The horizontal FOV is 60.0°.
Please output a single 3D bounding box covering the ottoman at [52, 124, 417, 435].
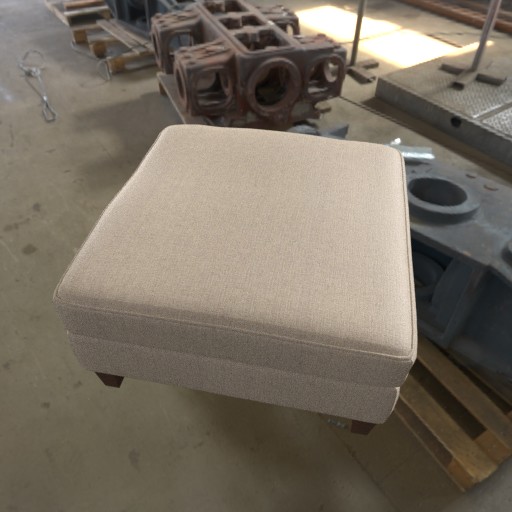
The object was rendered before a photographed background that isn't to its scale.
[{"bbox_3d":[0.000,0.000,1.356,0.838,0.481,0.838,8,46,8],"label":"ottoman"}]
